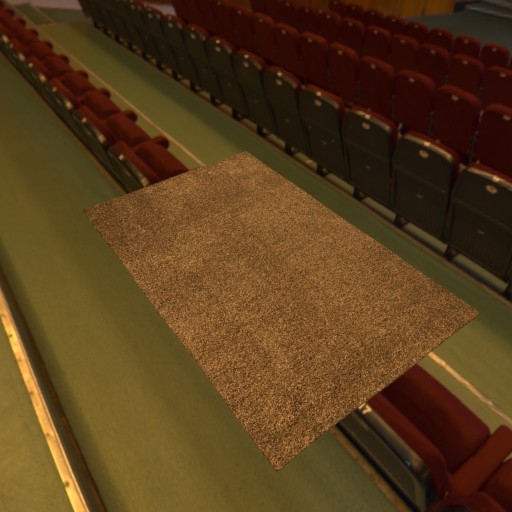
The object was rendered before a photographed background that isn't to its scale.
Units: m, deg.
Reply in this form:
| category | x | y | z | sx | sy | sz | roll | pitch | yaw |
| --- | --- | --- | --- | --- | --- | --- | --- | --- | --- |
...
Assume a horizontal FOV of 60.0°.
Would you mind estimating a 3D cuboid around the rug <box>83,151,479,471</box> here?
| category | x | y | z | sx | sy | sz | roll | pitch | yaw |
| --- | --- | --- | --- | --- | --- | --- | --- | --- | --- |
| rug | 0.000 | 0.000 | 2.943 | 1.501 | 0.025 | 2.352 | -26 | 48 | -26 |
